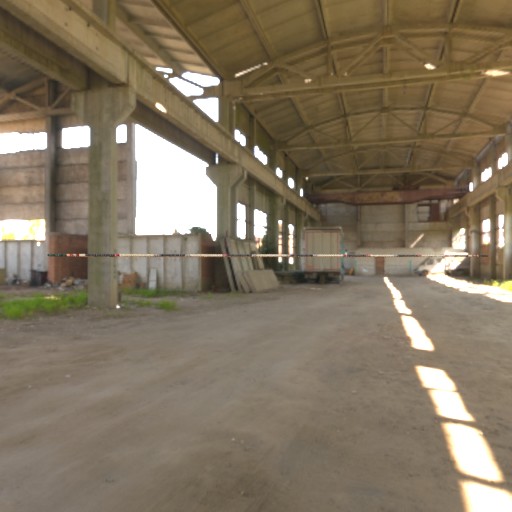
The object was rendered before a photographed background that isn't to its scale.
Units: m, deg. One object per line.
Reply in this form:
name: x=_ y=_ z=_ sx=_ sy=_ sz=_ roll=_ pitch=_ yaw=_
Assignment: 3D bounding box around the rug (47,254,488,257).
rug: x=0.000 y=0.000 z=2.299 sx=1.825 sy=0.009 sz=1.221 roll=0 pitch=0 yaw=-18
